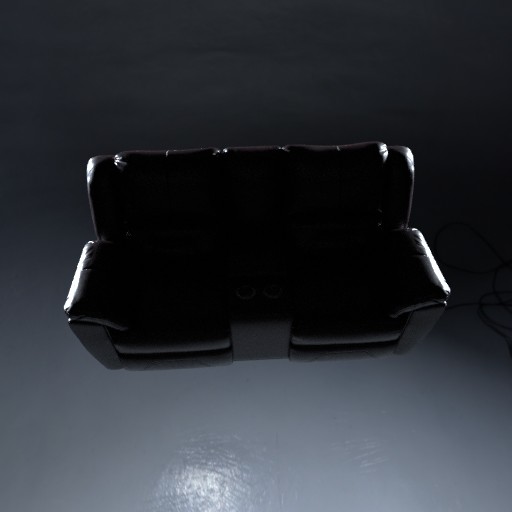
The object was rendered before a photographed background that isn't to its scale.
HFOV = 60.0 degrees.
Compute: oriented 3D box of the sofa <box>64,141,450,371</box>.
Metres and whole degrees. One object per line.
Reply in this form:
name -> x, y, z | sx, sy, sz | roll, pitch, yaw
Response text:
sofa -> 0.000, 0.000, 2.686 | 2.058, 1.043, 0.991 | -2, 47, -2
